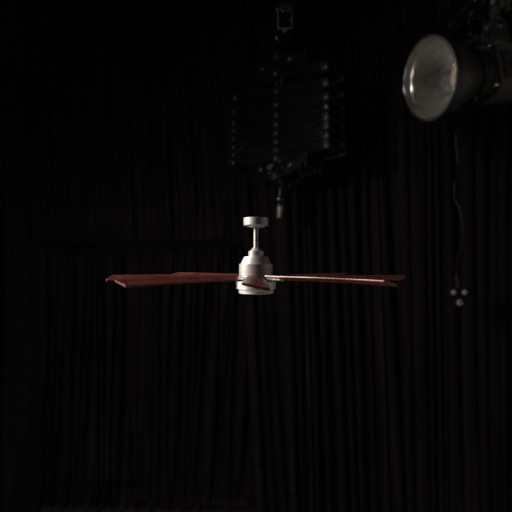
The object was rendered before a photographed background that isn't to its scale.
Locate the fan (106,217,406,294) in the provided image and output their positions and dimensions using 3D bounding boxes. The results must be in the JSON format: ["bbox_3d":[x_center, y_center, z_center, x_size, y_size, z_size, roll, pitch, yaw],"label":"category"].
[{"bbox_3d":[0.000,0.000,2.752,1.830,0.472,1.830,0,-1,0],"label":"fan"}]
